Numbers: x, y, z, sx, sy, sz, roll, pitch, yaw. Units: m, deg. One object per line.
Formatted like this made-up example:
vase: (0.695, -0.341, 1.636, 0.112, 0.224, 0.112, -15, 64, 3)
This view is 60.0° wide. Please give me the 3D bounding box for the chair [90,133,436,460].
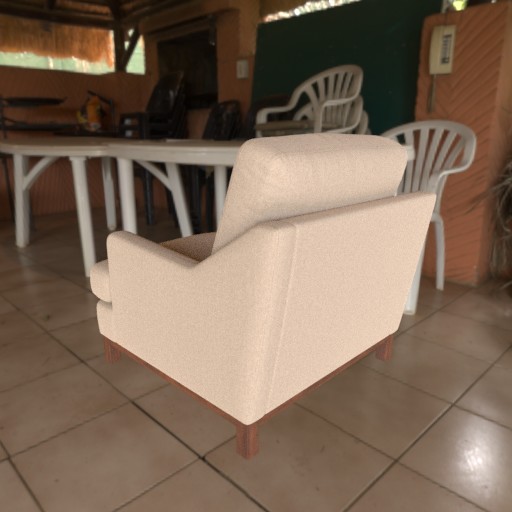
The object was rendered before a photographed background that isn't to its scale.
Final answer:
chair: (0.000, 0.000, 1.711, 1.001, 0.916, 0.912, 15, 21, 42)
